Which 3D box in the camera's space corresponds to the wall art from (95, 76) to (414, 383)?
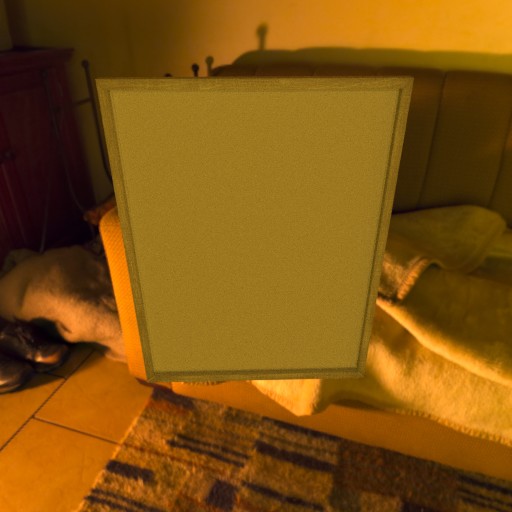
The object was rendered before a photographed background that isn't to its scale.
[{"bbox_3d":[0.000,0.000,1.353,0.781,1.022,0.035,-1,30,-2],"label":"wall art"}]
